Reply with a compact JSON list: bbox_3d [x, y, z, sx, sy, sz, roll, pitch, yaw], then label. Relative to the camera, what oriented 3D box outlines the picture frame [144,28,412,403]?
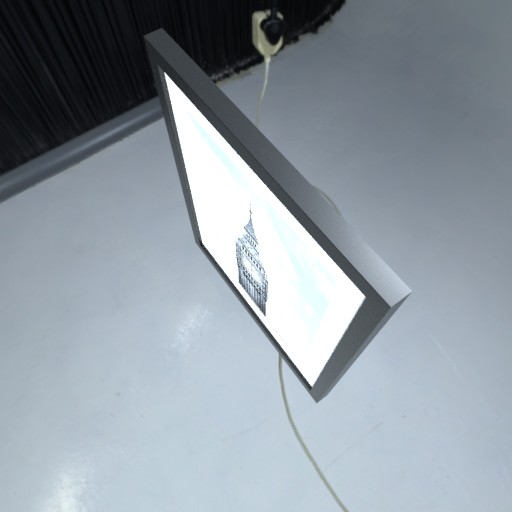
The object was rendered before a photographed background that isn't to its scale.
[{"bbox_3d":[0.000,0.000,0.742,0.028,0.556,0.460,-33,68,-15],"label":"picture frame"}]
